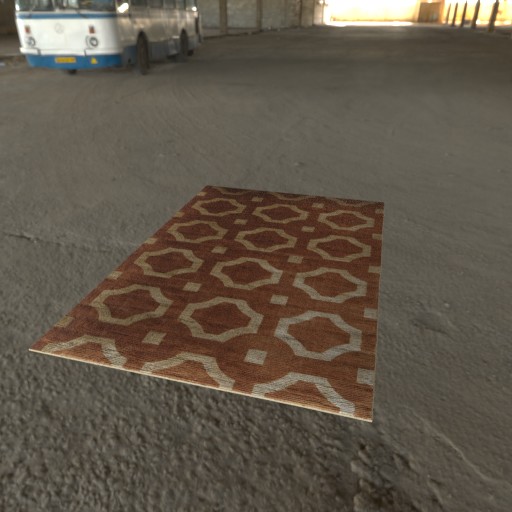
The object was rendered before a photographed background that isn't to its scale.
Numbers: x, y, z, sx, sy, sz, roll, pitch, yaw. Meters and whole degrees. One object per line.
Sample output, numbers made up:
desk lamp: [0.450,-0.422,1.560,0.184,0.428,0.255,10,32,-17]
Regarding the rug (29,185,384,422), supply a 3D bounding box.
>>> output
rug: [0.000,0.000,2.836,1.555,0.016,2.286,8,30,13]
